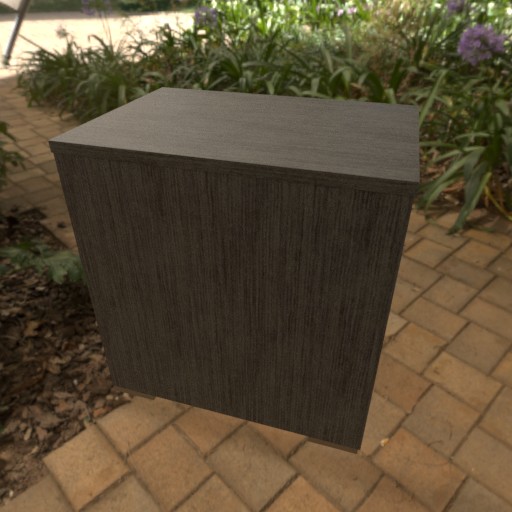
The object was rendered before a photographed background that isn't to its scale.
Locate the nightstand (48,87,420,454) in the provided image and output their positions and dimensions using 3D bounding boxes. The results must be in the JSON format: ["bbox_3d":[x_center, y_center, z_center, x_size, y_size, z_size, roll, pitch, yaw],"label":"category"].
[{"bbox_3d":[0.000,0.000,0.753,0.441,0.460,0.325,9,34,14],"label":"nightstand"}]
